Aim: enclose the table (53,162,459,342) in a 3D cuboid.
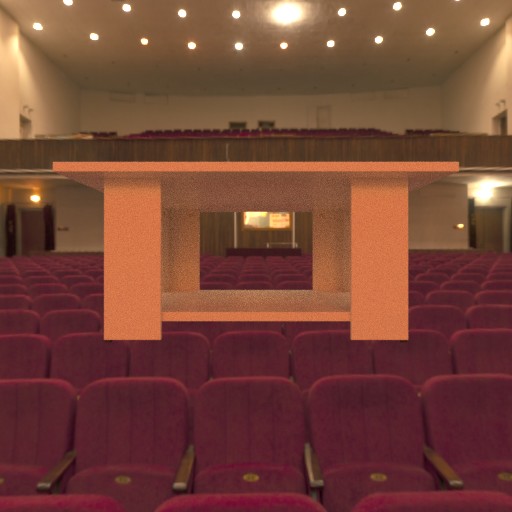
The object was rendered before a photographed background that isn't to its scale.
[{"bbox_3d":[0.000,0.000,1.066,0.670,0.305,0.670,0,0,0],"label":"table"}]
